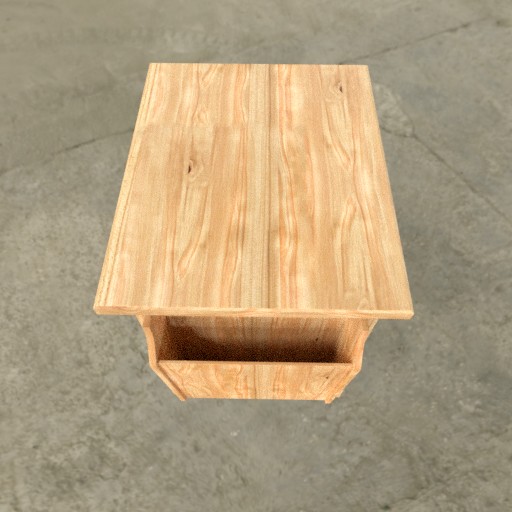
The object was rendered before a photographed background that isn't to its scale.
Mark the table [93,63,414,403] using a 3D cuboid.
[{"bbox_3d":[0.000,0.000,0.864,0.380,0.515,0.530,1,58,1],"label":"table"}]
